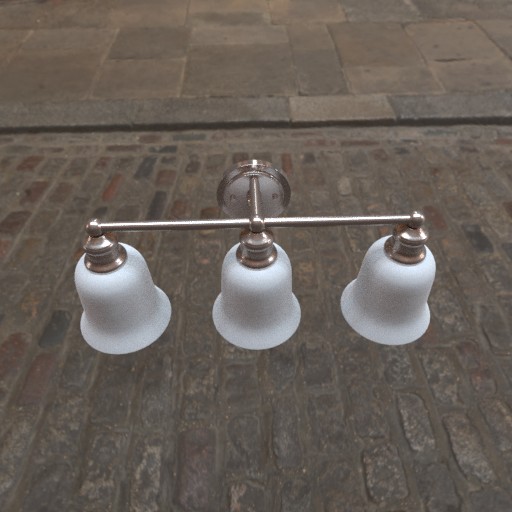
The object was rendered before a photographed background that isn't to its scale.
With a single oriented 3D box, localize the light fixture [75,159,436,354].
[{"bbox_3d":[0.000,0.000,0.672,0.570,0.211,0.198,-2,47,-1],"label":"light fixture"}]
